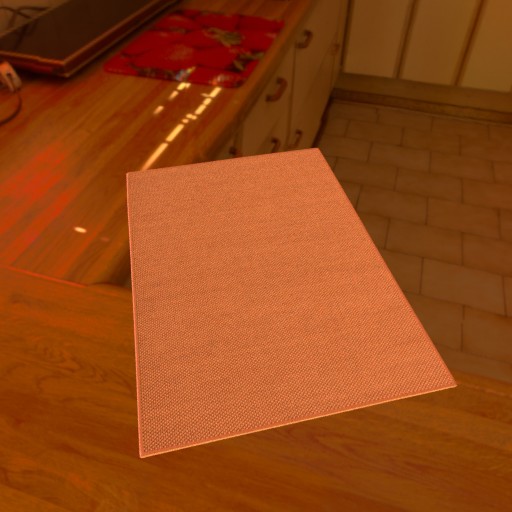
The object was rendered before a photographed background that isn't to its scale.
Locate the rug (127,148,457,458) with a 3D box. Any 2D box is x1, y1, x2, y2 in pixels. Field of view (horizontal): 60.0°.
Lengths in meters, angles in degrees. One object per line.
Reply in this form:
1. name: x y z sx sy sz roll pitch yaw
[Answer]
1. rug: 0.000 0.000 2.749 1.524 0.013 2.134 -9 47 -9
